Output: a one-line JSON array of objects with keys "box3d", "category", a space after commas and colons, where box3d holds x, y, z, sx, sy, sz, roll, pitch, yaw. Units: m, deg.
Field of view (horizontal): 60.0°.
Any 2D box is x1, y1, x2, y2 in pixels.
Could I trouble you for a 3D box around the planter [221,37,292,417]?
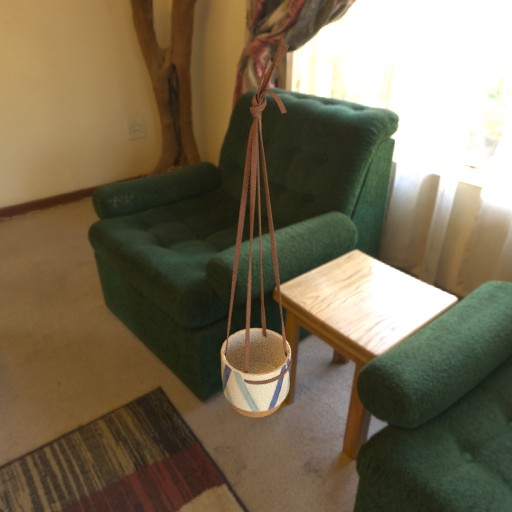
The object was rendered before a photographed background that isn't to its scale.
[{"box3d": [0.000, 0.000, 0.844, 0.157, 0.753, 0.153, 19, 35, 29], "category": "planter"}]
